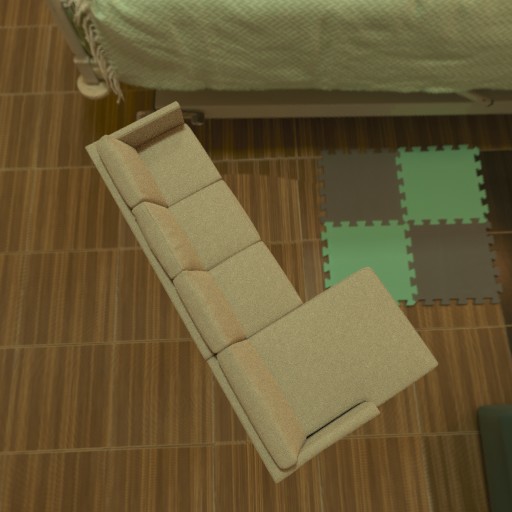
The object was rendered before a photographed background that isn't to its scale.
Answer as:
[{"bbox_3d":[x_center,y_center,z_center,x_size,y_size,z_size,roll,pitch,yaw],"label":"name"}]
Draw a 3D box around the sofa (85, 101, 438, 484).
[{"bbox_3d":[0.000,0.000,3.893,1.625,0.846,3.186,-30,76,-8],"label":"sofa"}]
